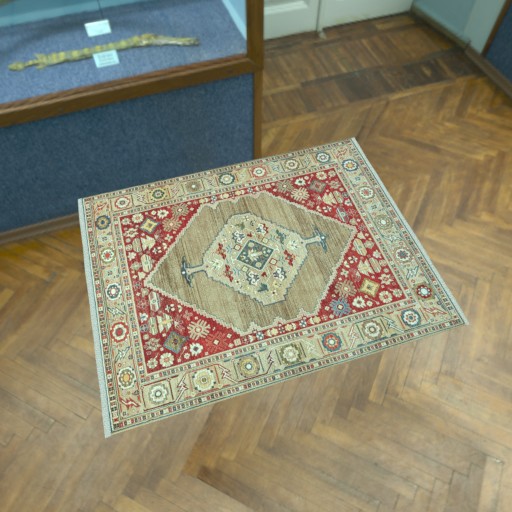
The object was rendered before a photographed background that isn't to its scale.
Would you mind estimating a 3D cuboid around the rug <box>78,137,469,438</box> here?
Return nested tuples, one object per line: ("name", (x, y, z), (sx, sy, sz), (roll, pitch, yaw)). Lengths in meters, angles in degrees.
("rug", (0.000, 0.000, 4.222), (3.143, 0.008, 2.451), (-15, 58, -9))
